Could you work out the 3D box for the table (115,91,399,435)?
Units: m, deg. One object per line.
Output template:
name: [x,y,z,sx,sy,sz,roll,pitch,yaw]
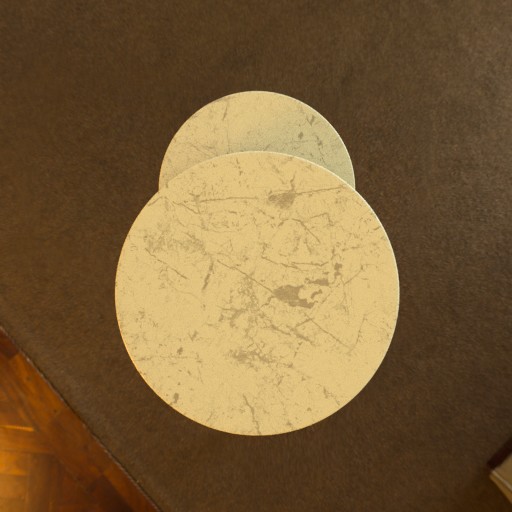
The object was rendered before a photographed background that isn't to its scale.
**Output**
table: [0.000,0.000,0.899,0.400,0.550,0.507,0,90,0]
